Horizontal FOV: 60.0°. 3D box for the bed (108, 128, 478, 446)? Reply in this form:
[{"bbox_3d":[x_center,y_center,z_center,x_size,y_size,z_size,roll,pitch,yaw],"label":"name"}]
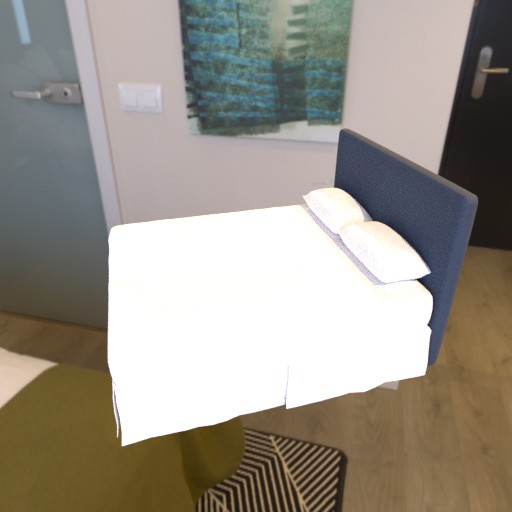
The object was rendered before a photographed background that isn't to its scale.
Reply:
[{"bbox_3d":[0.000,0.000,3.193,2.162,1.330,1.713,-8,30,-14],"label":"bed"}]
